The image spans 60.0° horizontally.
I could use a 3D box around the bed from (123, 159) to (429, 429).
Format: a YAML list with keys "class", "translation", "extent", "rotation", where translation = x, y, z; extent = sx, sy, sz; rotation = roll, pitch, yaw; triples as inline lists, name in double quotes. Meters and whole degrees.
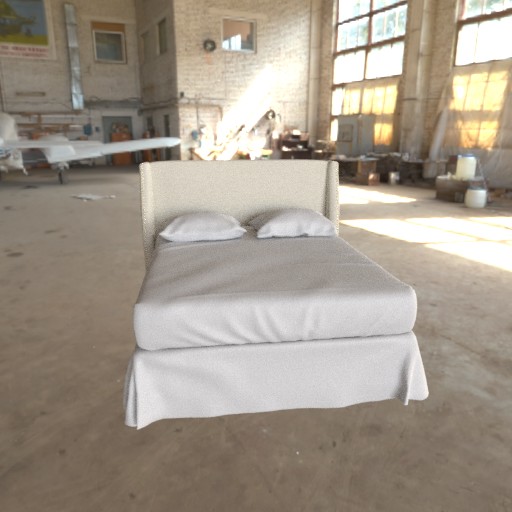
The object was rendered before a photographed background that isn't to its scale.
- class: "bed"
  translation: [0.000, 0.000, 3.435]
  extent: [1.925, 1.332, 2.276]
  rotation: [-2, 16, -8]
